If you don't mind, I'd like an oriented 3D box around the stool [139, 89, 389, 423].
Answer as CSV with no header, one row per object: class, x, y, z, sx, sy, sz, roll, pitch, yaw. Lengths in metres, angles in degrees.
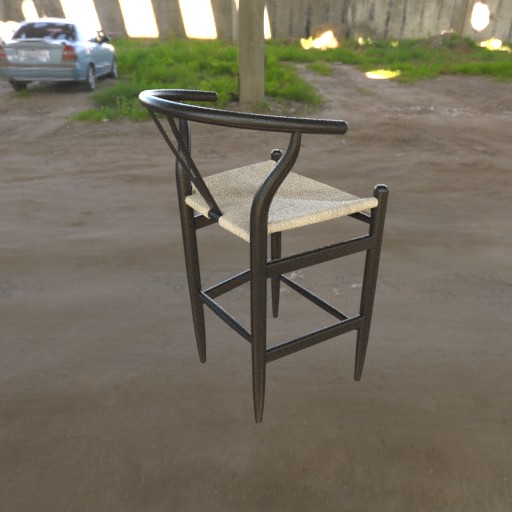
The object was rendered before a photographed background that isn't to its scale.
stool,0.000,0.000,1.357,0.579,0.970,0.569,-19,34,-32
